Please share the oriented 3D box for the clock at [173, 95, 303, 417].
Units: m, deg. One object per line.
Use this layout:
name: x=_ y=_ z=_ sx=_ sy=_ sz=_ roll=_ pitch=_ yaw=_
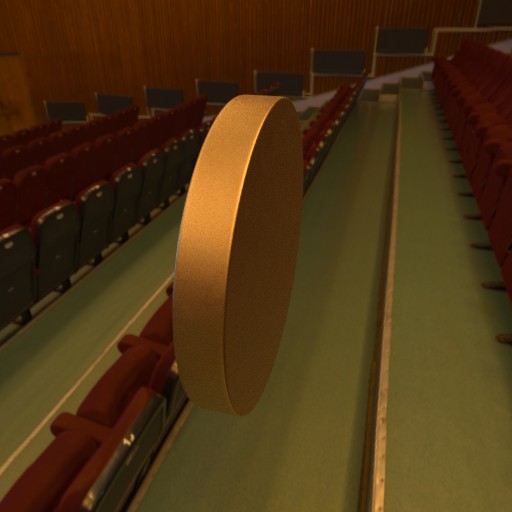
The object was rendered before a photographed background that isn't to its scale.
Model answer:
clock: x=0.000 y=0.000 z=0.460 sx=0.040 sy=0.314 sz=0.314 roll=8 pitch=31 yaw=14
